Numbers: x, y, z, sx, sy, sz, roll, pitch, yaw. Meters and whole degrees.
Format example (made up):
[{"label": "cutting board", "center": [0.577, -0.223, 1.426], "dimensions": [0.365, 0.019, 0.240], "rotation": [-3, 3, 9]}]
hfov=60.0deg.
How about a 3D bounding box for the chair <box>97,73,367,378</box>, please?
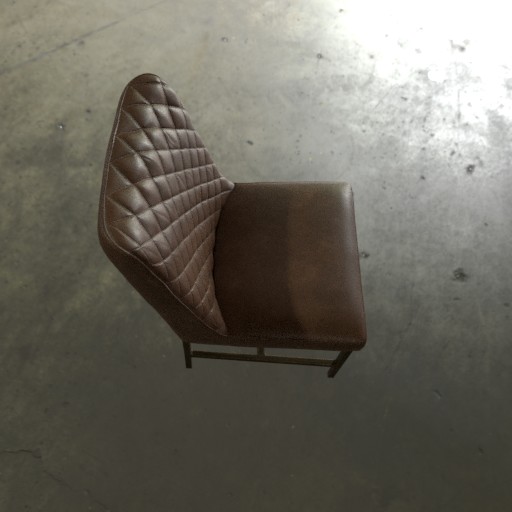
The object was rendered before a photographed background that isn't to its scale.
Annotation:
[{"label": "chair", "center": [0.000, 0.000, 1.244], "dimensions": [0.587, 0.889, 0.508], "rotation": [1, 63, 0]}]
